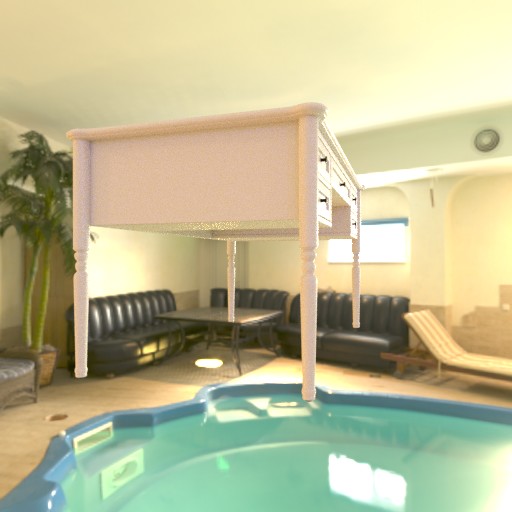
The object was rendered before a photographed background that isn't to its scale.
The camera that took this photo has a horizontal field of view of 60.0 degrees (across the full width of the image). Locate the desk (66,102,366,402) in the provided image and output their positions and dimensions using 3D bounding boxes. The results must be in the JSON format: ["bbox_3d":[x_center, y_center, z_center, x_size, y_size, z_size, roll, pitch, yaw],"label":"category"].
[{"bbox_3d":[0.000,0.000,1.866,0.807,0.762,1.380,0,0,18],"label":"desk"}]
